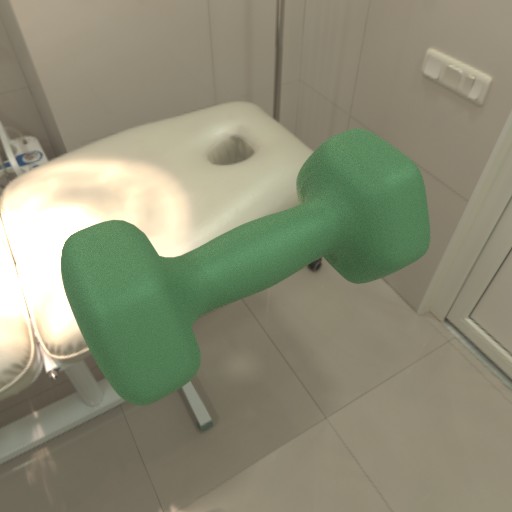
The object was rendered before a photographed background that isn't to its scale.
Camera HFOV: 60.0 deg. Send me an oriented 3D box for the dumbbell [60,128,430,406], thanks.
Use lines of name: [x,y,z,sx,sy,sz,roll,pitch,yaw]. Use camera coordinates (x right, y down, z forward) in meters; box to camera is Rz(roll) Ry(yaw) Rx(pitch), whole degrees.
dumbbell: [0.000,0.000,0.328,0.260,0.117,0.129,-24,52,-20]
